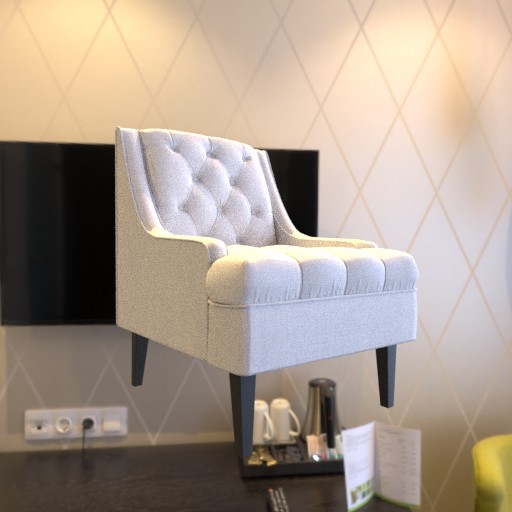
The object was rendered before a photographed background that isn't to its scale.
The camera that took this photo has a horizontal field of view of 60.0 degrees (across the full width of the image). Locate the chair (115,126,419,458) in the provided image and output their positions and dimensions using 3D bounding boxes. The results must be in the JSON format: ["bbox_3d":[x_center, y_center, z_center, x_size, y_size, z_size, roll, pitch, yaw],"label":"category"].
[{"bbox_3d":[0.000,0.000,1.399,0.658,0.891,0.772,-1,1,-37],"label":"chair"}]
